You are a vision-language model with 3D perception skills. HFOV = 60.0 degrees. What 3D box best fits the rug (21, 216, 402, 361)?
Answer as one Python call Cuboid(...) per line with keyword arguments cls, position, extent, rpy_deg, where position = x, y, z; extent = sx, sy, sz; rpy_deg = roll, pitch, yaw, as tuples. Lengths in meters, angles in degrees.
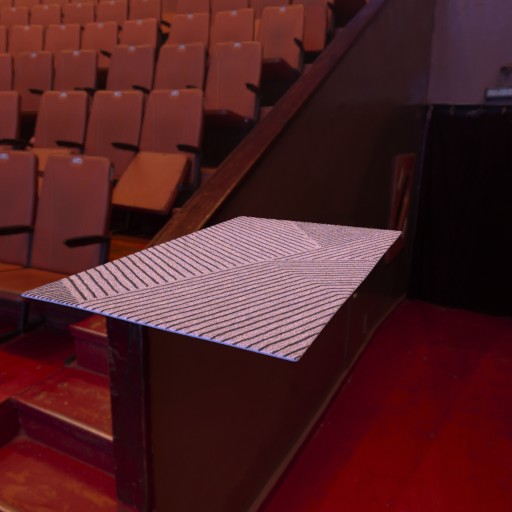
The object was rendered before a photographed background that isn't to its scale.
Cuboid(cls="rug", position=(0.000, 0.000, 2.997), extent=(1.539, 0.023, 2.406), rpy_deg=(8, 18, 25))
